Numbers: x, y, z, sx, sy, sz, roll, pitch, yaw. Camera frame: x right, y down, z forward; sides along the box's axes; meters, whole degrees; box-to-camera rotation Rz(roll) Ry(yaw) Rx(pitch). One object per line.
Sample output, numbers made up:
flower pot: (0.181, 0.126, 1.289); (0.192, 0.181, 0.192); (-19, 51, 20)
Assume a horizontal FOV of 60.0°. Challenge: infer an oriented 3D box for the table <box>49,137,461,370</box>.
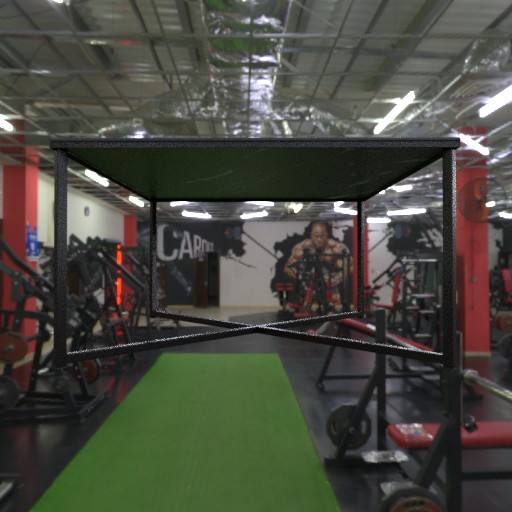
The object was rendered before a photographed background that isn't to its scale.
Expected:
table: (0.000, 0.000, 1.256); (0.800, 0.450, 0.800); (0, -1, 0)
